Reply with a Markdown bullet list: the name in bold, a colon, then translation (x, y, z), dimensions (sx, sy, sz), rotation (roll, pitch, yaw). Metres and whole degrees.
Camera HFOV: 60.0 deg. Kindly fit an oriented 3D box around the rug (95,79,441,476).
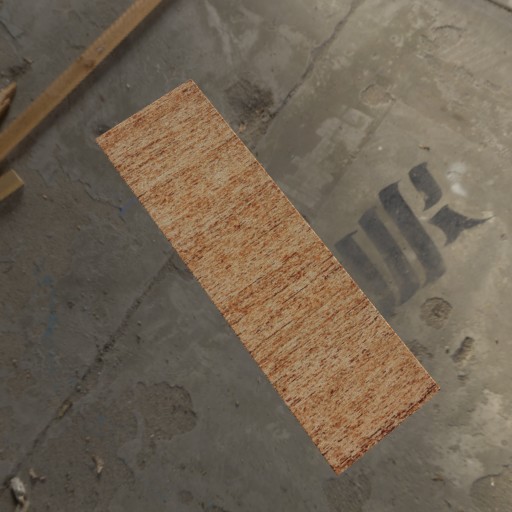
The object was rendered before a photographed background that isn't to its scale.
- **rug**: translation (0.000, 0.000, 2.411), dimensions (0.680, 0.014, 2.237), rotation (-36, 79, -8)
